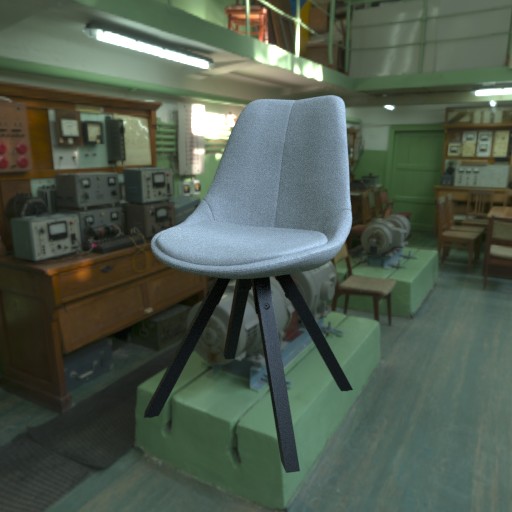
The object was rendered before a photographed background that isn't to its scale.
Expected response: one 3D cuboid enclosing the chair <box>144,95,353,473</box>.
[{"bbox_3d":[0.000,0.000,1.192,0.485,0.850,0.550,7,16,28],"label":"chair"}]
